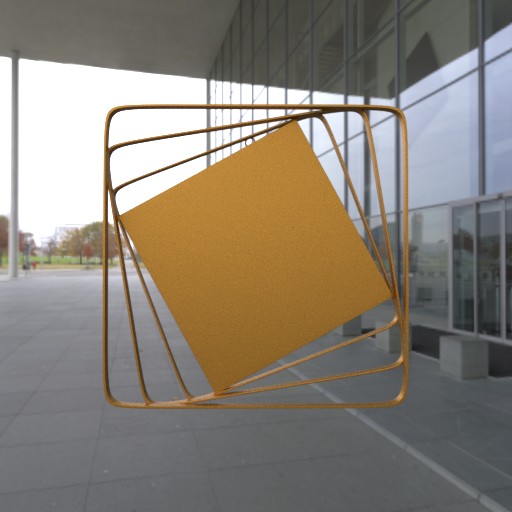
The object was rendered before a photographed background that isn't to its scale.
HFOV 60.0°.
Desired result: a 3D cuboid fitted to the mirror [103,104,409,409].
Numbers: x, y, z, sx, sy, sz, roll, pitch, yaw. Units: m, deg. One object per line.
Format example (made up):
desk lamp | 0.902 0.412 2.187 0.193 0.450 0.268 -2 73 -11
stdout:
mirror | 0.000 0.000 0.697 0.470 0.468 0.045 0 -1 -1
